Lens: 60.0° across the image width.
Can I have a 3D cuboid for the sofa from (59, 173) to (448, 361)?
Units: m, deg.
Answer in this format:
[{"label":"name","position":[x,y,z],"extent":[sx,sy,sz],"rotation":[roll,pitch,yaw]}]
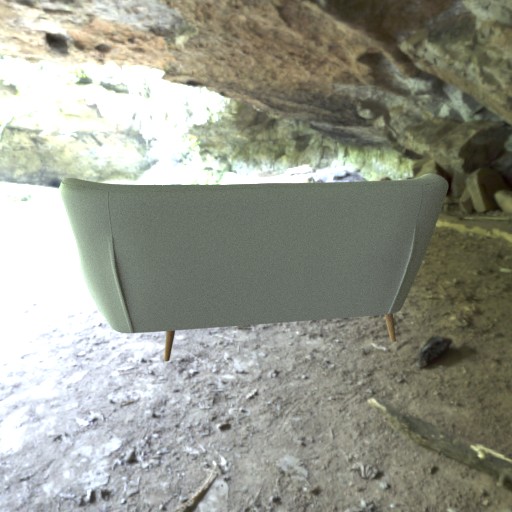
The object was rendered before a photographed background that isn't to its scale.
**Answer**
[{"label":"sofa","position":[0.000,0.000,2.409],"extent":[1.930,0.890,0.899],"rotation":[-3,14,-10]}]
